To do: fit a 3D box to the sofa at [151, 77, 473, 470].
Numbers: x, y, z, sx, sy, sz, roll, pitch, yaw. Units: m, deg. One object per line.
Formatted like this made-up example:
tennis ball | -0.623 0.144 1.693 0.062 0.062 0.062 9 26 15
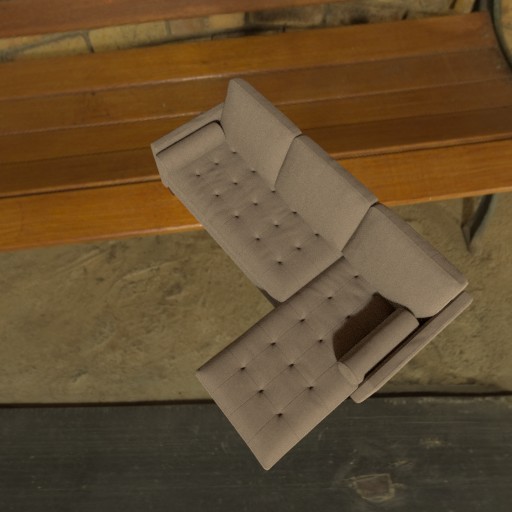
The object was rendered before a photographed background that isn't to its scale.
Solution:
sofa | 0.000 0.000 2.881 1.506 0.875 2.178 -36 69 -16
